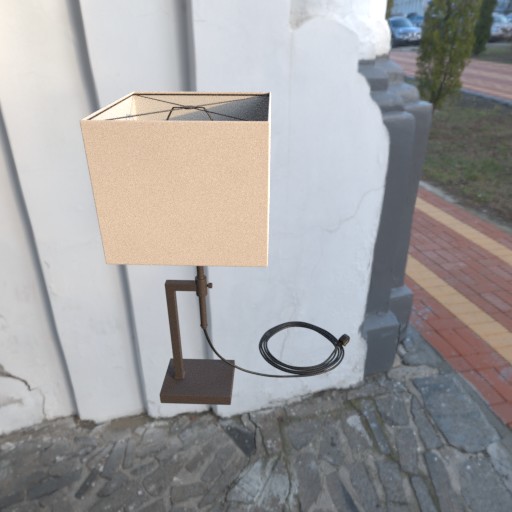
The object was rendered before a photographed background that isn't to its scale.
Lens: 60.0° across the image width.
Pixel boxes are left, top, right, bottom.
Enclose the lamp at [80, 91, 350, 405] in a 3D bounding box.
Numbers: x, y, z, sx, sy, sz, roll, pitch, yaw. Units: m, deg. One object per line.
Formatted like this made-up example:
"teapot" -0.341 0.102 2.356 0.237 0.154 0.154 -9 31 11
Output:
"lamp" 0.000 0.000 0.974 0.504 0.660 0.399 1 29 2
